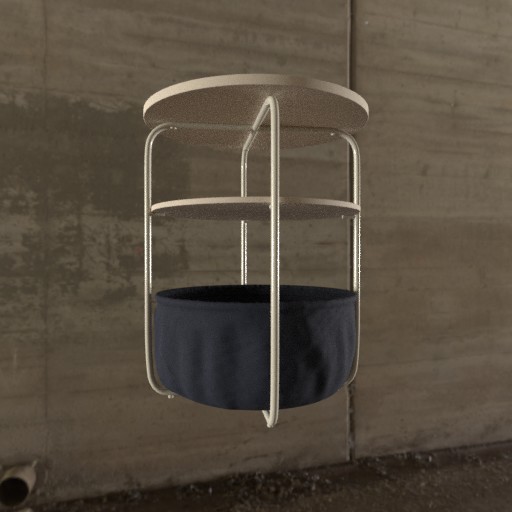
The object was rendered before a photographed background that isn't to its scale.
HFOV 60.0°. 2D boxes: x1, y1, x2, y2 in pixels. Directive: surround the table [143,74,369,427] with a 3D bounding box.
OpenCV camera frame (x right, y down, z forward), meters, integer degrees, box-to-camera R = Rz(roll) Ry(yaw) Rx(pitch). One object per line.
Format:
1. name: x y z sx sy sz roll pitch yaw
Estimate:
1. table: 0.000 0.000 0.853 0.418 0.532 0.418 0 1 37
